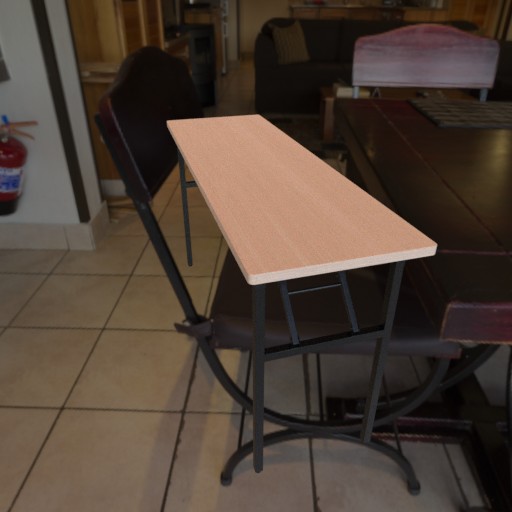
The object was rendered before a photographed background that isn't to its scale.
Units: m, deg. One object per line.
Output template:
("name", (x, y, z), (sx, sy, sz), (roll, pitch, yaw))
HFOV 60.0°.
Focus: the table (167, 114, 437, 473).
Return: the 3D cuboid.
("table", (0.000, 0.000, 1.713), (0.447, 0.750, 1.397), (-8, 31, -14))
